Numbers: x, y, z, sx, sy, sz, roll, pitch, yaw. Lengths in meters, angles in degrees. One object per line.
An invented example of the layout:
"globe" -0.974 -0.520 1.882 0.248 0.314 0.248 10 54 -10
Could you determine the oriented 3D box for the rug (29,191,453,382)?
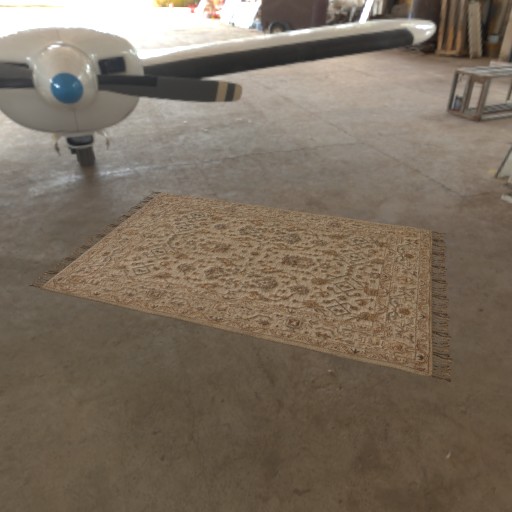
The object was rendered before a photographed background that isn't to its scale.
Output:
"rug" 0.000 0.000 2.986 2.434 0.027 1.529 10 33 16
